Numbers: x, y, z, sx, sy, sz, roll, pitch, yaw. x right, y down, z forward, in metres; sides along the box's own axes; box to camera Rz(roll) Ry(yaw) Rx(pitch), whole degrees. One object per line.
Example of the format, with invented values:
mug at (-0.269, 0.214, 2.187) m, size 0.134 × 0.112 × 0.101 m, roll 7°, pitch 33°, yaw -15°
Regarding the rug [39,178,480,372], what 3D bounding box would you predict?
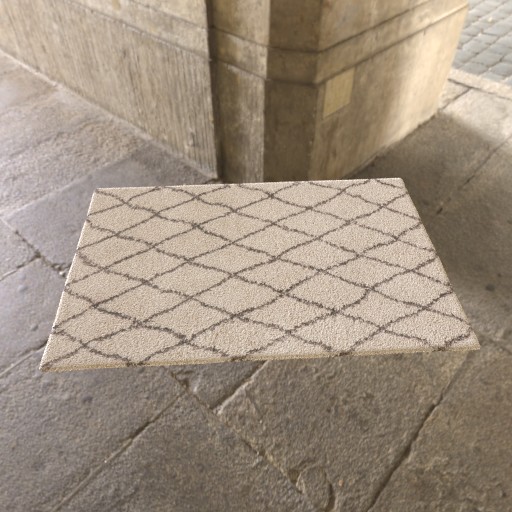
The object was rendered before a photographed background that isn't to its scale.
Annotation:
rug at (0.000, 0.000, 3.351) m, size 2.743 × 0.030 × 1.778 m, roll -2°, pitch 47°, yaw -2°
